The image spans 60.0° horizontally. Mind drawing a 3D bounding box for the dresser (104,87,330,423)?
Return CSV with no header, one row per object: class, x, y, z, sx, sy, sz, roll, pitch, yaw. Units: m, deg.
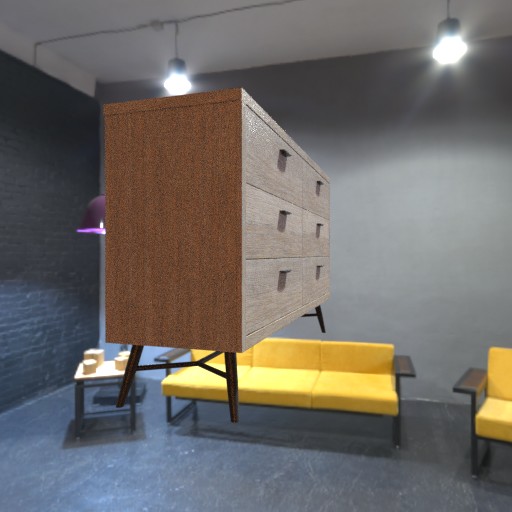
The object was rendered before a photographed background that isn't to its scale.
dresser,0.000,0.000,1.982,0.457,0.914,1.524,0,0,18
